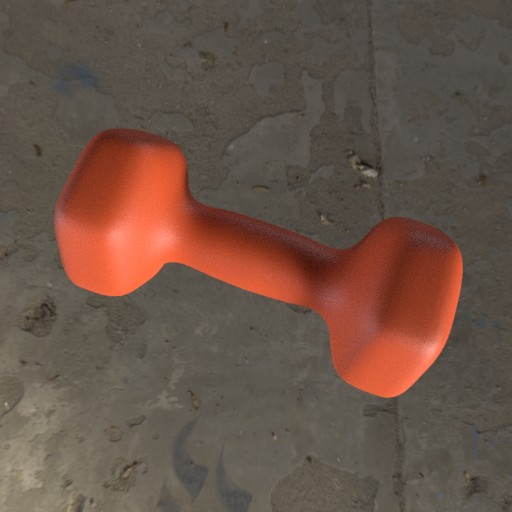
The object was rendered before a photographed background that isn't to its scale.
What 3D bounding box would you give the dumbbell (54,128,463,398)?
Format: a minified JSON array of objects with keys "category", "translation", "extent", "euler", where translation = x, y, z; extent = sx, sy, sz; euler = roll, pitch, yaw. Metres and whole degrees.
[{"category":"dumbbell","translation":[0.000,0.000,0.195],"extent":[0.162,0.071,0.079],"euler":[20,76,5]}]
